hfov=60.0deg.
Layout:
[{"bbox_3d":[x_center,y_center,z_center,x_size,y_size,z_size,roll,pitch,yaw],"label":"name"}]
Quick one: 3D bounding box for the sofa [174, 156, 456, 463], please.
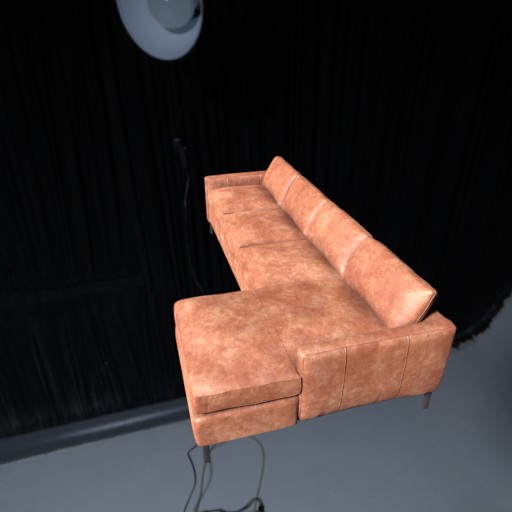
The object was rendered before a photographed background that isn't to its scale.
[{"bbox_3d":[0.000,0.000,3.610,1.471,0.859,2.993,-7,29,-14],"label":"sofa"}]
